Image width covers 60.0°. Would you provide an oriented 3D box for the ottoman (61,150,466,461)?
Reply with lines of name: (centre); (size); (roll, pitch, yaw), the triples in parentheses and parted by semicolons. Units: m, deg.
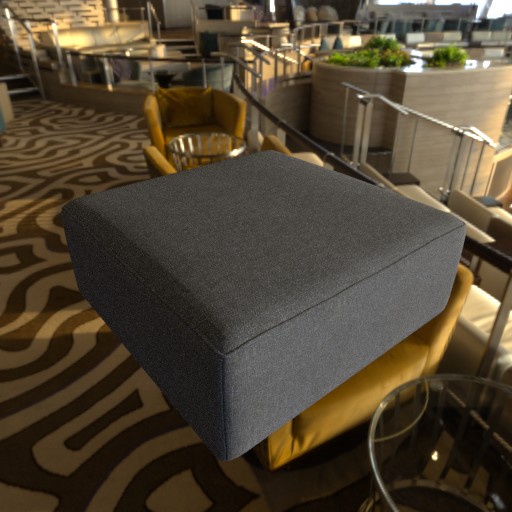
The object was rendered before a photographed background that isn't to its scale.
ottoman: (0.000, 0.000, 1.563); (1.000, 0.439, 1.000); (-23, 37, -33)
